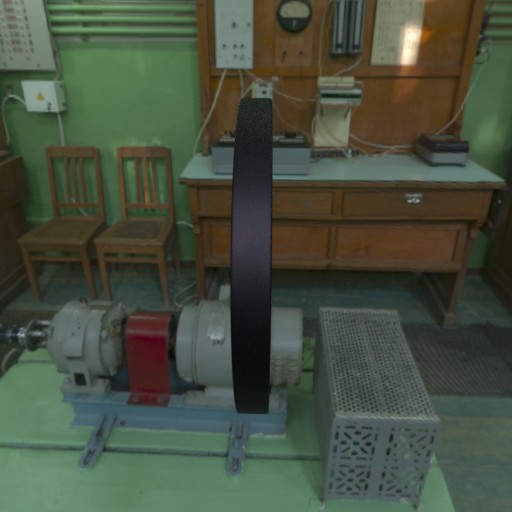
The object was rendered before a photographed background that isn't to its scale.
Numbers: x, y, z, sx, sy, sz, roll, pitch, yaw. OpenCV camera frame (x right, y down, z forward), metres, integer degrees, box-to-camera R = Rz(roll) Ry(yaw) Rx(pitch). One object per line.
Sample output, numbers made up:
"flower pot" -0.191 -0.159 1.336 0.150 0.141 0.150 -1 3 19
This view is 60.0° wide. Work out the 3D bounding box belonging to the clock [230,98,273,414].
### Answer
"clock" 0.000 0.000 0.467 0.029 0.314 0.314 1 27 1
